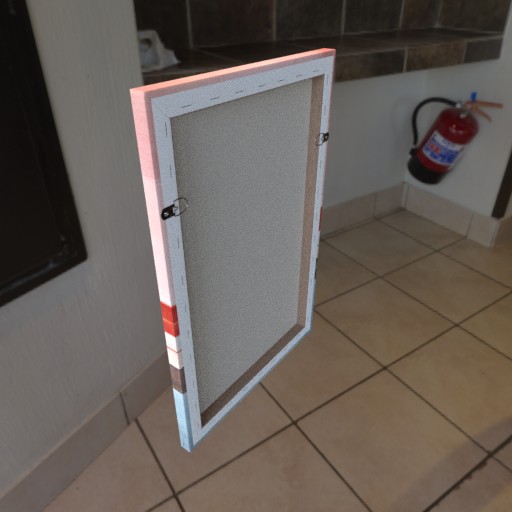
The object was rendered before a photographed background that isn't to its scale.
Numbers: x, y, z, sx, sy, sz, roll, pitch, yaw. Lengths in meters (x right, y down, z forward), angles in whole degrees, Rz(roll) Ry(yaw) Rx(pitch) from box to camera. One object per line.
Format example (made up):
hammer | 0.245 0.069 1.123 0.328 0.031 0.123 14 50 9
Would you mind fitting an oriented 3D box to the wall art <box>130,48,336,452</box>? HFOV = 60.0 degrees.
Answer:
wall art | 0.000 0.000 1.142 0.038 0.914 0.610 22 38 31
